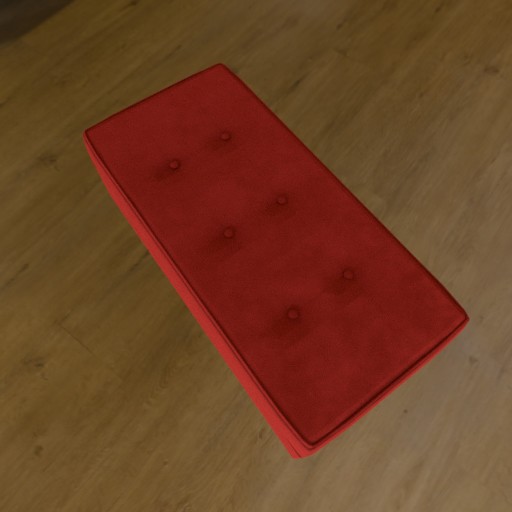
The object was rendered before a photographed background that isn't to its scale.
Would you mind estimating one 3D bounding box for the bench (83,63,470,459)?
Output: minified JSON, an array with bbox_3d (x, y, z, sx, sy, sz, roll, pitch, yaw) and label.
[{"bbox_3d":[0.000,0.000,1.298,0.492,0.471,1.016,-33,69,-15],"label":"bench"}]
